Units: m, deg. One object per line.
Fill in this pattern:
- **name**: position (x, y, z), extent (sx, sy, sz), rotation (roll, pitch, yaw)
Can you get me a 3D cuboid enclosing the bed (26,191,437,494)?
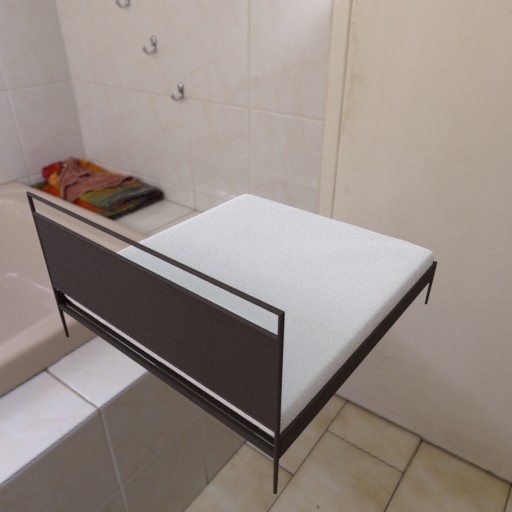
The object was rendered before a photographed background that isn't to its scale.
- **bed**: position (0.000, 0.000, 3.263), extent (1.993, 1.173, 2.151), rotation (22, 37, 33)
